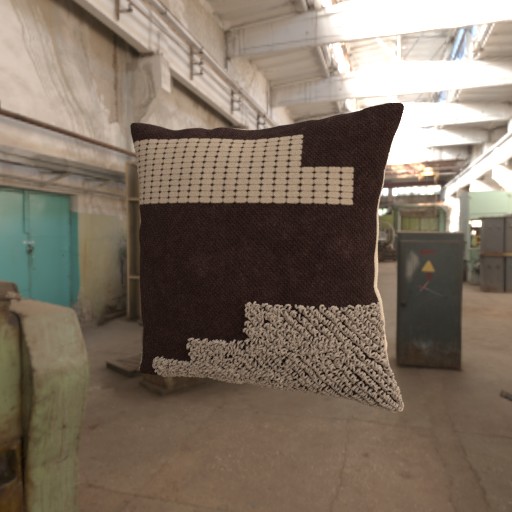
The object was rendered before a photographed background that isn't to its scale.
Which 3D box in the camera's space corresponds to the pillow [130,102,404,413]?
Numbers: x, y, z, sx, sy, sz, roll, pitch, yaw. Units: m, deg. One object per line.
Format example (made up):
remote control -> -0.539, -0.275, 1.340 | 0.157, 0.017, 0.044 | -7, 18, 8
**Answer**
pillow -> 0.000, 0.000, 0.740 | 0.475, 0.473, 0.178 | 1, 3, 19
